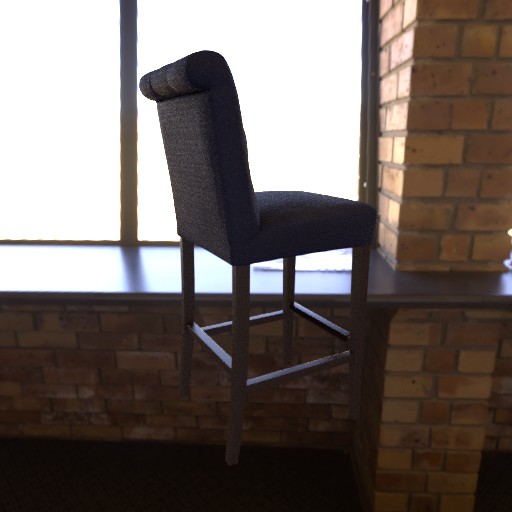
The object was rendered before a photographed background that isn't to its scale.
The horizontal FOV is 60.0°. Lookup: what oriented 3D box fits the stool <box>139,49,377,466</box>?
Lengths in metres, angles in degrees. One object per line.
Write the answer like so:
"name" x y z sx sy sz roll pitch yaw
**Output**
"stool" 0.000 0.000 1.450 0.601 1.140 0.493 -8 17 -28
